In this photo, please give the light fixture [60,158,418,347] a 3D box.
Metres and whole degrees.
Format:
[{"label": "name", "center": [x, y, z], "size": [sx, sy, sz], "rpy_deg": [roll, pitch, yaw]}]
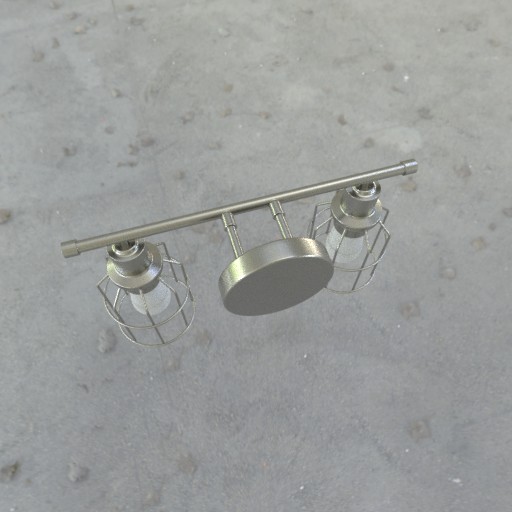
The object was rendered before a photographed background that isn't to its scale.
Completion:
[{"label": "light fixture", "center": [0.000, 0.000, 0.541], "size": [0.406, 0.254, 0.165], "rpy_deg": [-15, 61, -8]}]
